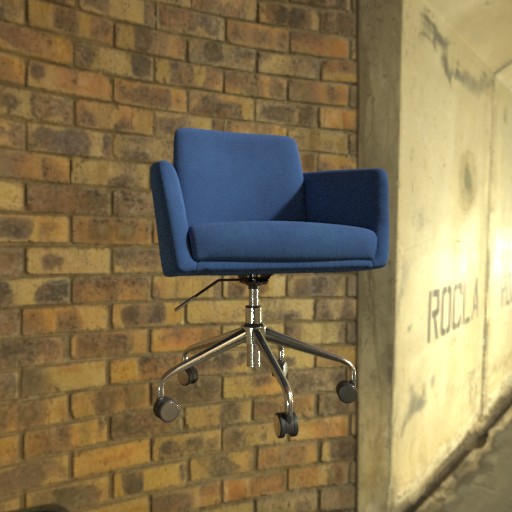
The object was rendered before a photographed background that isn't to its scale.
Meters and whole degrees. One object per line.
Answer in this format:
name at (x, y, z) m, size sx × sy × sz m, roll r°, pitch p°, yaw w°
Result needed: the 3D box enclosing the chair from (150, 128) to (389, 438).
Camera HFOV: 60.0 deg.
chair at (0.000, 0.000, 1.365) m, size 0.641 × 0.908 × 0.635 m, roll 0°, pitch 0°, yaw -17°
